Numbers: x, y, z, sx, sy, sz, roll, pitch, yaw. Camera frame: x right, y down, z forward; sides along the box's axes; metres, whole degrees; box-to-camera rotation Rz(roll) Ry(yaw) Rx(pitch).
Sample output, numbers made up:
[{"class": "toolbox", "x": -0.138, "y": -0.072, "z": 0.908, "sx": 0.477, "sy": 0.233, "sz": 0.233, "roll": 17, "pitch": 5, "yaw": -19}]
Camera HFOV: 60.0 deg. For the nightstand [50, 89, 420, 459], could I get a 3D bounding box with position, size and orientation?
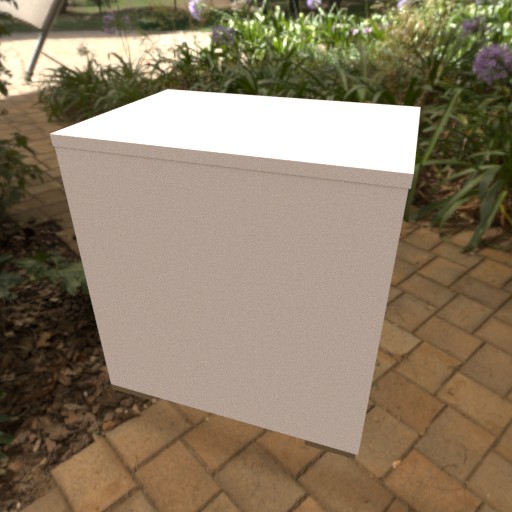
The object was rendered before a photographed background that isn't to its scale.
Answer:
[{"class": "nightstand", "x": 0.000, "y": 0.000, "z": 0.751, "sx": 0.441, "sy": 0.460, "sz": 0.325, "roll": 10, "pitch": 32, "yaw": 16}]
